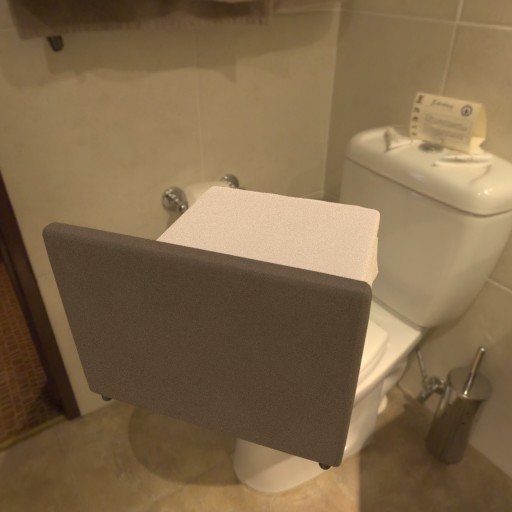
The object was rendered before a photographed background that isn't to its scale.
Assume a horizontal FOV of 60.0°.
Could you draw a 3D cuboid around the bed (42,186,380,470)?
[{"bbox_3d":[0.000,0.000,3.200,1.723,1.330,2.142,11,35,16],"label":"bed"}]
